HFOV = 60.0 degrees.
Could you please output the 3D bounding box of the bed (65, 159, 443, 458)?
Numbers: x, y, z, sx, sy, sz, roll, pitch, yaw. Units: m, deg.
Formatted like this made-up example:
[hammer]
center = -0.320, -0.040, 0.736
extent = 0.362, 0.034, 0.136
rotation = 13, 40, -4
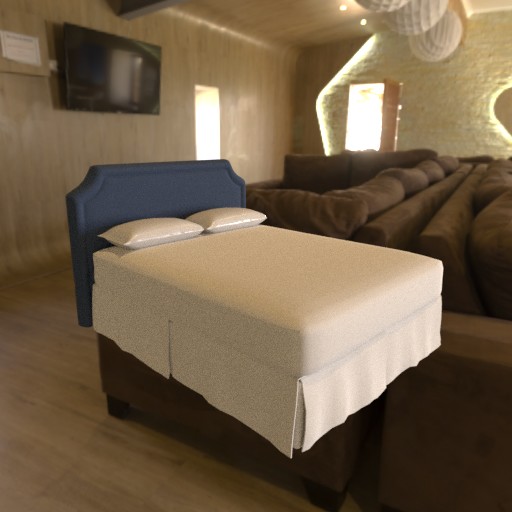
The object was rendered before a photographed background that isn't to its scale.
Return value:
[bed]
center = 0.000, 0.000, 3.299
extent = 2.260, 1.297, 1.831
rotation = 14, 20, 42
